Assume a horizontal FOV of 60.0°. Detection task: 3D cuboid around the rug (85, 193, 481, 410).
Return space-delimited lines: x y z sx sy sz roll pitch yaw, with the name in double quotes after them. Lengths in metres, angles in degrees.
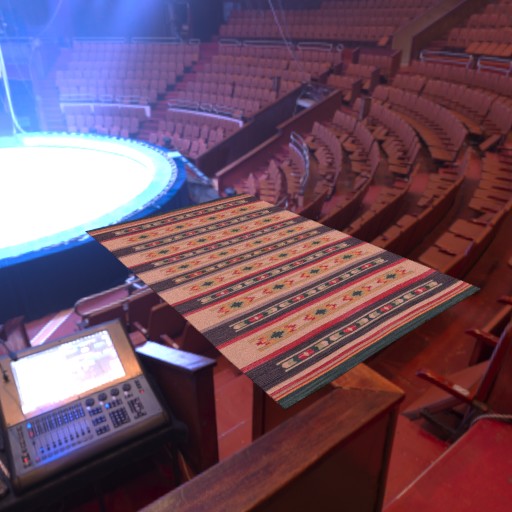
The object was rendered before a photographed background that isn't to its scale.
0.000 0.000 2.975 1.522 0.010 2.311 -19 32 -34 "rug"
